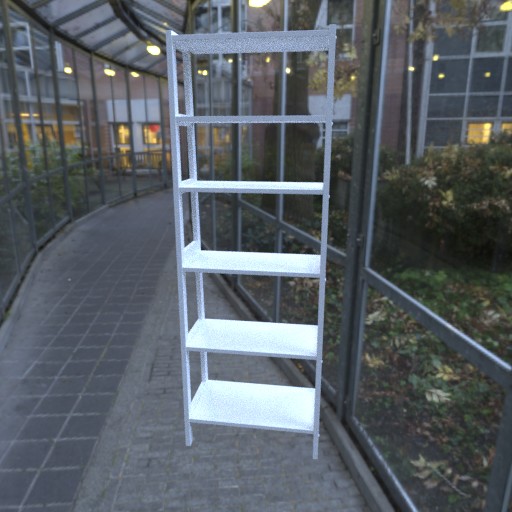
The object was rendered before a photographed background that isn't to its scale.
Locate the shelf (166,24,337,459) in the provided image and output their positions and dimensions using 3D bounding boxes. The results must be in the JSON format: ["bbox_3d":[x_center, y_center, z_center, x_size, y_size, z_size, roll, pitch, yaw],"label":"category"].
[{"bbox_3d":[0.000,0.000,2.104,0.660,1.892,0.381,2,15,8],"label":"shelf"}]
